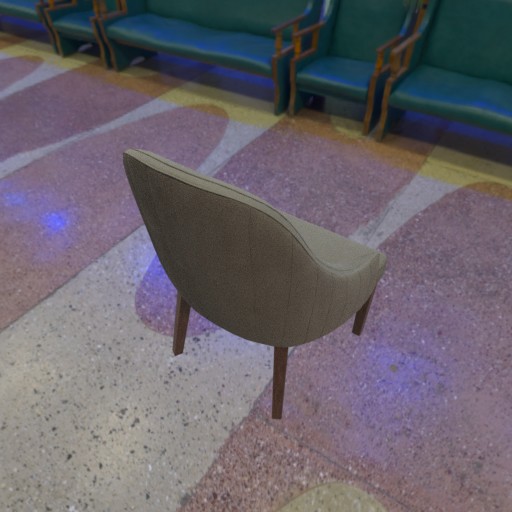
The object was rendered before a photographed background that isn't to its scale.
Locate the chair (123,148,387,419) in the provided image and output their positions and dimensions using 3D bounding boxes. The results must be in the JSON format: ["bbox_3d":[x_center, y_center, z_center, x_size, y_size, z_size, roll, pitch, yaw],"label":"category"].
[{"bbox_3d":[0.000,0.000,1.317,0.643,0.889,0.575,25,50,24],"label":"chair"}]
